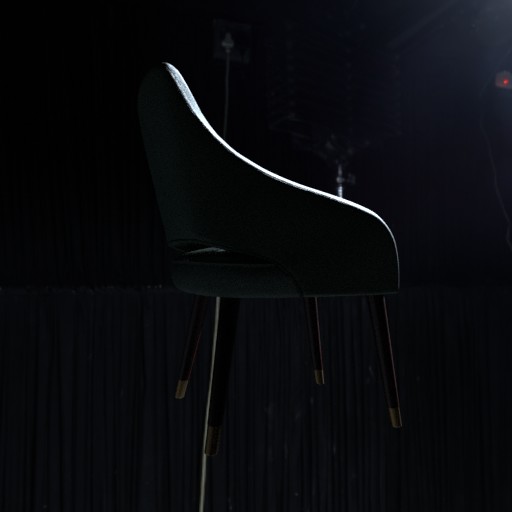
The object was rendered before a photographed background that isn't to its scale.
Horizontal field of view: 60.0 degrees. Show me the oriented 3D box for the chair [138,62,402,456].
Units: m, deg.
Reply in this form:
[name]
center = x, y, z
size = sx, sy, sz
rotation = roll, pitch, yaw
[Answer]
[chair]
center = 0.000, 0.000, 1.537
size = 0.794, 1.081, 0.683
rotation = 0, -1, -19
